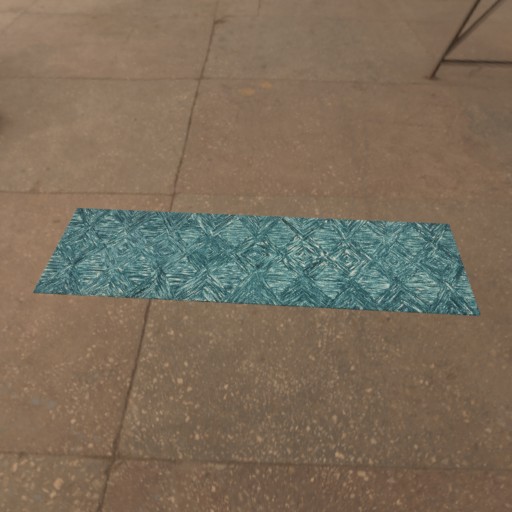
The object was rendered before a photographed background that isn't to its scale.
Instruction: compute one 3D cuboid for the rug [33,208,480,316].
[{"bbox_3d":[0.000,0.000,2.490,2.286,0.016,0.676,3,47,3],"label":"rug"}]
